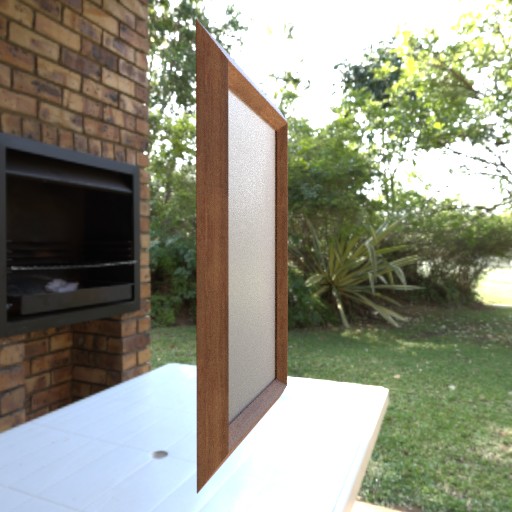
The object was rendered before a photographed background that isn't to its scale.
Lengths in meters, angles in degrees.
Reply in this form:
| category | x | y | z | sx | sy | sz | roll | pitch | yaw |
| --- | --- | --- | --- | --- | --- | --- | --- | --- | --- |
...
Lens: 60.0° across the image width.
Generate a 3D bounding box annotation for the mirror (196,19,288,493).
| category | x | y | z | sx | sy | sz | roll | pitch | yaw |
| --- | --- | --- | --- | --- | --- | --- | --- | --- | --- |
| mirror | 0.000 | 0.000 | 1.241 | 0.047 | 1.010 | 0.651 | 0 | 1 | 19 |
